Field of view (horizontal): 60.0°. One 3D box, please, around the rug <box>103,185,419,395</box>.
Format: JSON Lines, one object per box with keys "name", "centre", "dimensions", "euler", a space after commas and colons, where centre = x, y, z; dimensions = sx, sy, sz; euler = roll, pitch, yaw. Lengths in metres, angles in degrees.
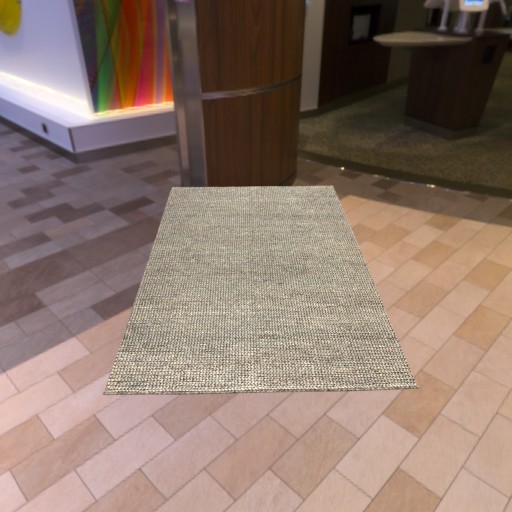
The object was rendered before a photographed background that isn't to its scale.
{"name": "rug", "centre": [0.000, 0.000, 3.170], "dimensions": [1.538, 0.021, 2.443], "euler": [-1, 33, -1]}
